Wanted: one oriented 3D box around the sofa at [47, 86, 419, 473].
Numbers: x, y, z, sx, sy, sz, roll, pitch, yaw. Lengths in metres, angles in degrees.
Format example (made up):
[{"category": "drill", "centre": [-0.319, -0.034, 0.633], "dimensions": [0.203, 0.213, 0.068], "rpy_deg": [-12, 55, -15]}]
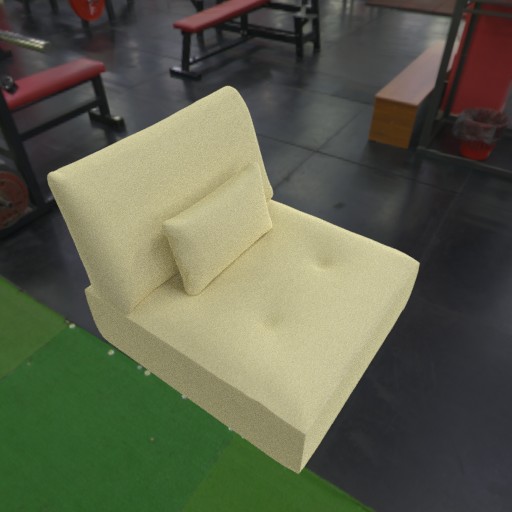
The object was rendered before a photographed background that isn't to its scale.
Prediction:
[{"category": "sofa", "centre": [0.000, 0.000, 1.676], "dimensions": [1.000, 0.820, 0.930], "rpy_deg": [26, 48, 26]}]
